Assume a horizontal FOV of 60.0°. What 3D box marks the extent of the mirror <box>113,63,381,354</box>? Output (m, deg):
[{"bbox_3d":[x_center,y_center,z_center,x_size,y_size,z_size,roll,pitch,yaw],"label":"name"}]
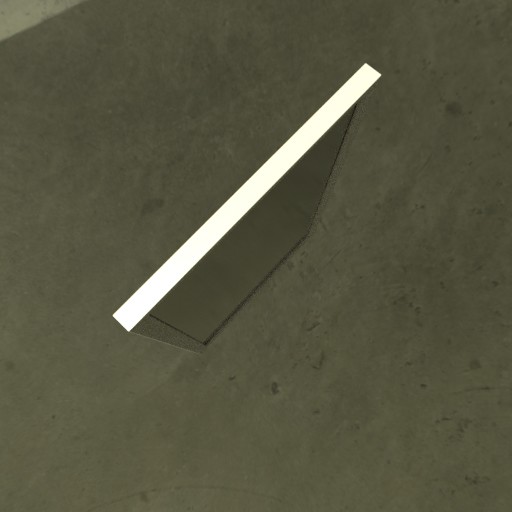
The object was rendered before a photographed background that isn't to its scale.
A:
[{"bbox_3d":[0.000,0.000,1.170,0.041,0.914,0.609,42,79,10],"label":"mirror"}]
